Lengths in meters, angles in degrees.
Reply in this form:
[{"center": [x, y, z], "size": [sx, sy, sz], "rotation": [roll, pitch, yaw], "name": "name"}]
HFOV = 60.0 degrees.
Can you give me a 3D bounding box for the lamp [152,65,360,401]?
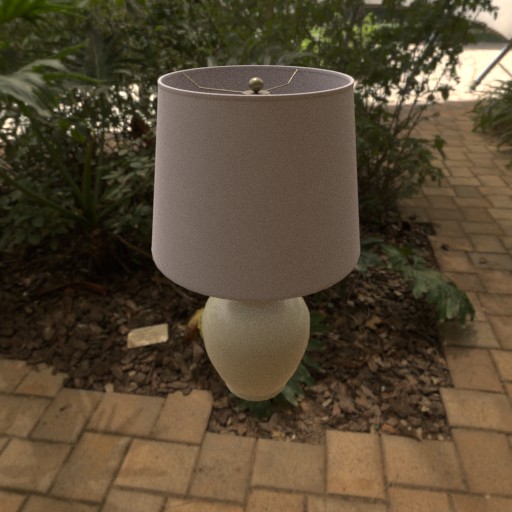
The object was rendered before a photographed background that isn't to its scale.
[{"center": [0.000, 0.000, 0.530], "size": [0.239, 0.399, 0.239], "rotation": [0, 30, 0], "name": "lamp"}]
